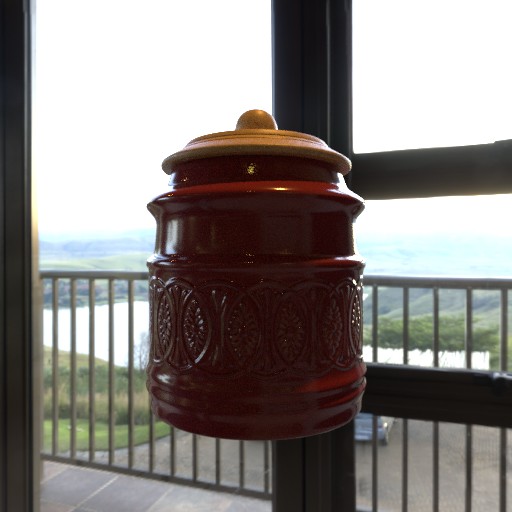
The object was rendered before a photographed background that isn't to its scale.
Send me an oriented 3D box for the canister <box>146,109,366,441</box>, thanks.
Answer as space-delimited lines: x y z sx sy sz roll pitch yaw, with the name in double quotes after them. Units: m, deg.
0.000 0.000 0.268 0.130 0.176 0.130 0 0 0 "canister"
